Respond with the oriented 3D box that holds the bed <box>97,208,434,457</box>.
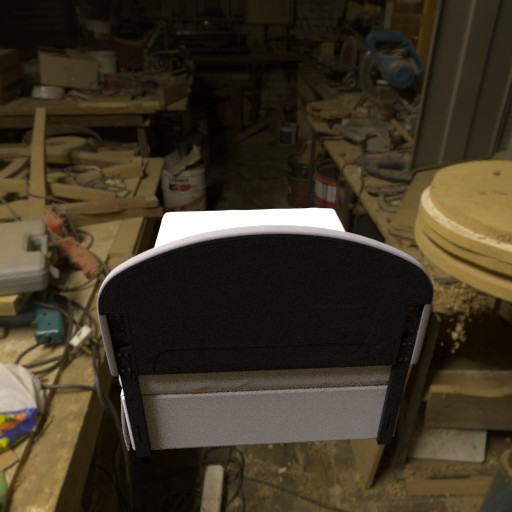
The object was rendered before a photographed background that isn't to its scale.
[{"bbox_3d":[0.000,0.000,3.019,1.607,1.410,2.005,-2,31,-3],"label":"bed"}]
